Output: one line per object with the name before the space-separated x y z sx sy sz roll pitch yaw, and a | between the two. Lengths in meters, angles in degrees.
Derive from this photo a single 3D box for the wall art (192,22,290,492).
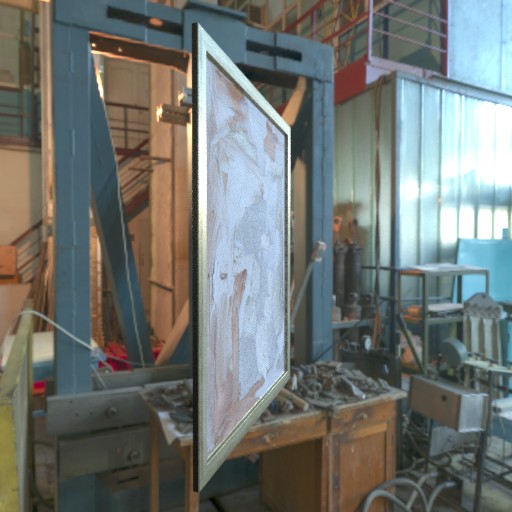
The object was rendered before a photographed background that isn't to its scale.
wall art | 0.000 0.000 0.757 0.009 0.559 0.483 0 1 17
